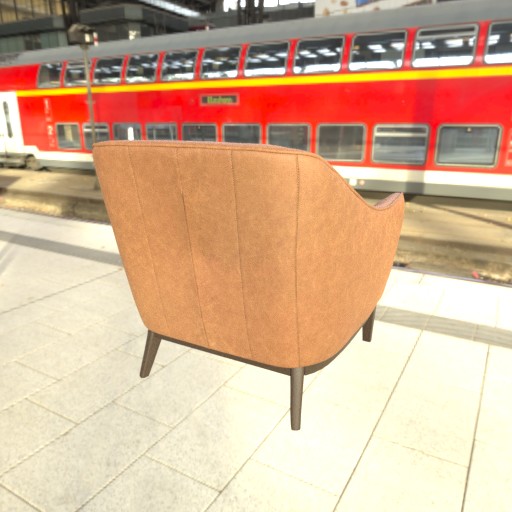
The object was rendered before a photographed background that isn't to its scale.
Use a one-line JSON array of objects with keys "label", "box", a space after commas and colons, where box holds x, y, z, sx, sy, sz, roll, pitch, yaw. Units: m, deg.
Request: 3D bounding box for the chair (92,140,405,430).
[{"label": "chair", "box": [0.000, 0.000, 1.585, 0.871, 0.830, 0.852, 9, 19, 27]}]
